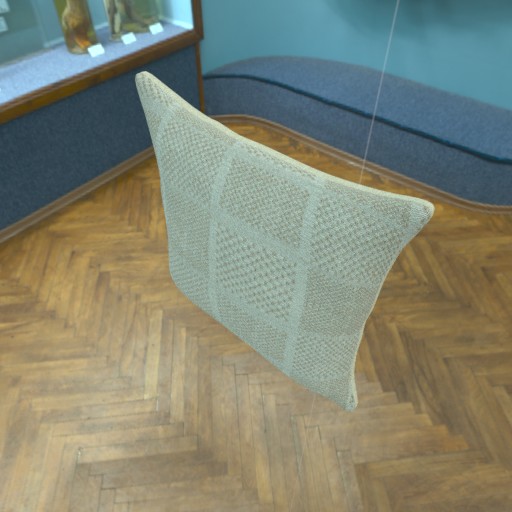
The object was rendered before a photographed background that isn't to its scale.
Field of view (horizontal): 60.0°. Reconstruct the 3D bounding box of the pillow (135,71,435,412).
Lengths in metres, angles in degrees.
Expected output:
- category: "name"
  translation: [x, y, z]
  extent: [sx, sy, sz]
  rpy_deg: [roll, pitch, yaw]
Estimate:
- category: "pillow"
  translation: [0.000, 0.000, 0.665]
  extent: [0.436, 0.432, 0.138]
  rpy_deg: [33, 55, 27]
